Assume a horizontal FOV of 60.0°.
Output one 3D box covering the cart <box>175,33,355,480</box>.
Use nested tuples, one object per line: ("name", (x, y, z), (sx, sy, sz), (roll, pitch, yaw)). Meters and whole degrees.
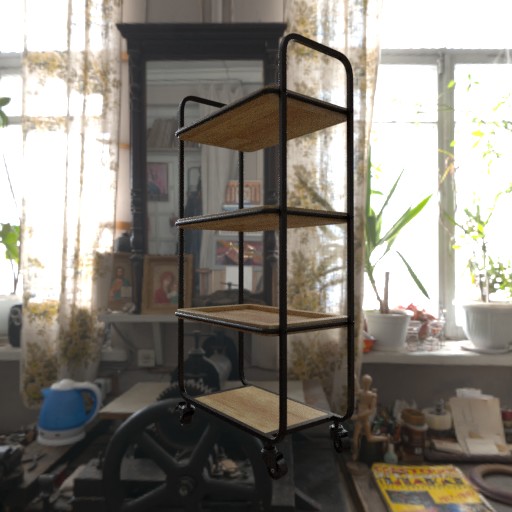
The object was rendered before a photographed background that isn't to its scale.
("cart", (0.000, 0.000, 1.338), (0.321, 1.080, 0.545), (1, -1, -38))
